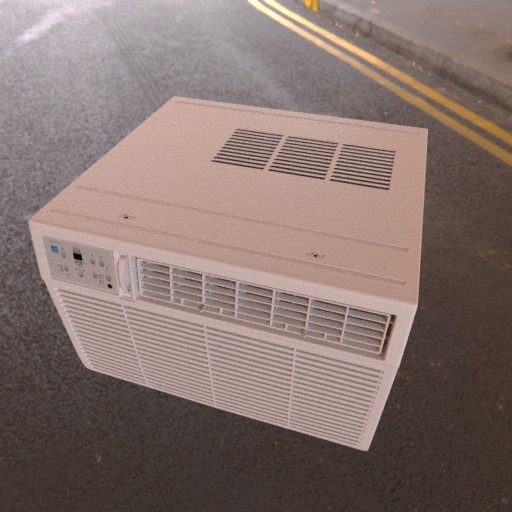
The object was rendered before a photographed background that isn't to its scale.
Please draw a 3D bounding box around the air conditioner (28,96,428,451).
[{"bbox_3d":[0.000,0.000,1.029,0.645,0.455,0.599,12,43,13],"label":"air conditioner"}]
